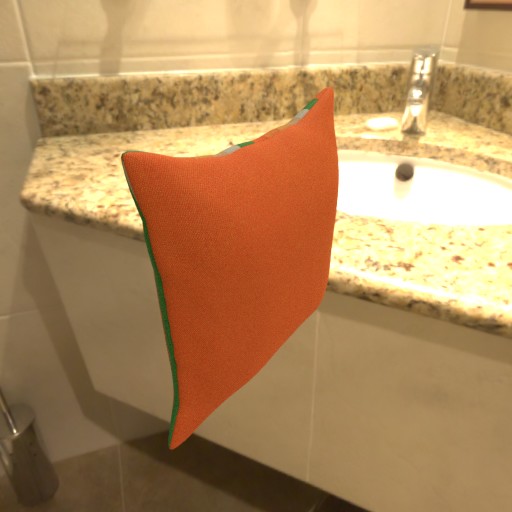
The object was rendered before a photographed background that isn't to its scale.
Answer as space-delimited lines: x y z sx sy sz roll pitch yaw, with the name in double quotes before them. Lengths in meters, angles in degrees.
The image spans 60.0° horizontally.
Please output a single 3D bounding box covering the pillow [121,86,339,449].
"pillow" 0.000 0.000 0.694 0.169 0.444 0.453 19 35 29
